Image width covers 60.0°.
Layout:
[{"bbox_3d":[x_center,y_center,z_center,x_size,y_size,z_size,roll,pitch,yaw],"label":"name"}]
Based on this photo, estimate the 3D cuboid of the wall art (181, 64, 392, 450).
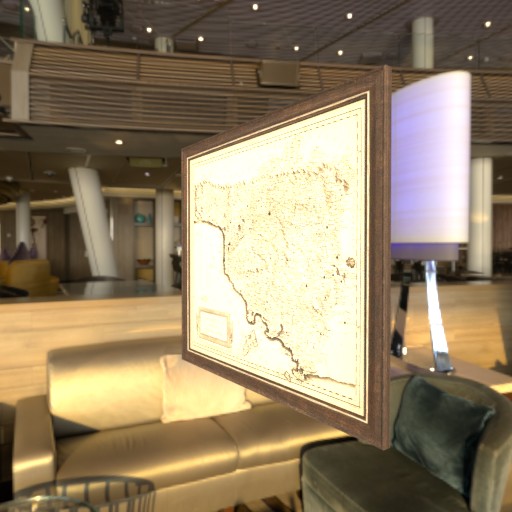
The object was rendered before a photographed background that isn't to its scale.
[{"bbox_3d":[0.000,0.000,1.432,0.023,0.875,1.033,-1,1,-36],"label":"wall art"}]
